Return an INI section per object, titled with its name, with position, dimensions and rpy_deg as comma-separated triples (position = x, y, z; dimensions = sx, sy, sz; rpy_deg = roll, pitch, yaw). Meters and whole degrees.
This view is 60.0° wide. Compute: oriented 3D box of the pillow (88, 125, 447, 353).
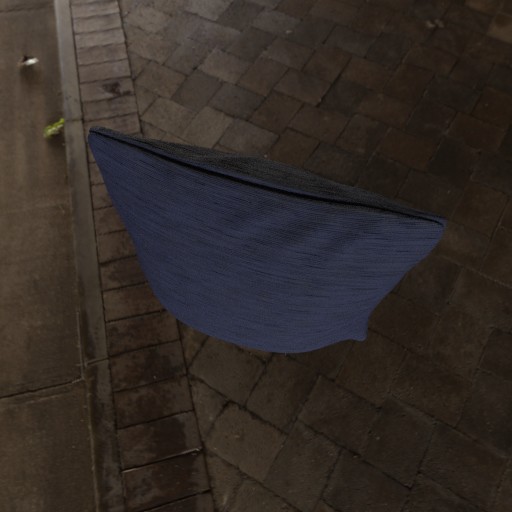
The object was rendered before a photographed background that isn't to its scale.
[pillow]
position = 0.000, 0.000, 0.679
dimensions = 0.432, 0.414, 0.246
rpy_deg = 16, 64, 8
